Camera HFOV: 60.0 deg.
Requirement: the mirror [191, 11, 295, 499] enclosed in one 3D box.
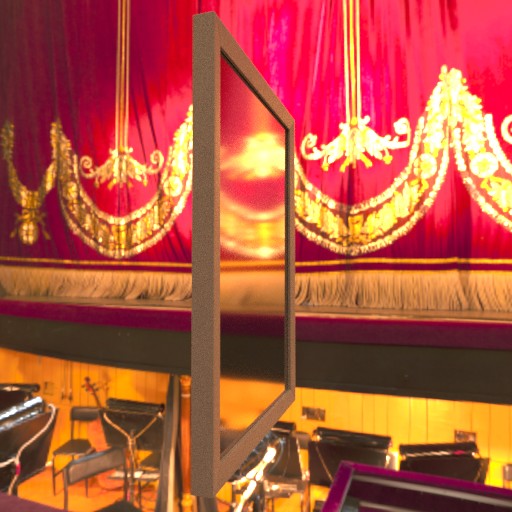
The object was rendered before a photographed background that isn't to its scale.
[{"bbox_3d":[0.000,0.000,0.891,0.040,0.710,0.507,-1,-2,19],"label":"mirror"}]
